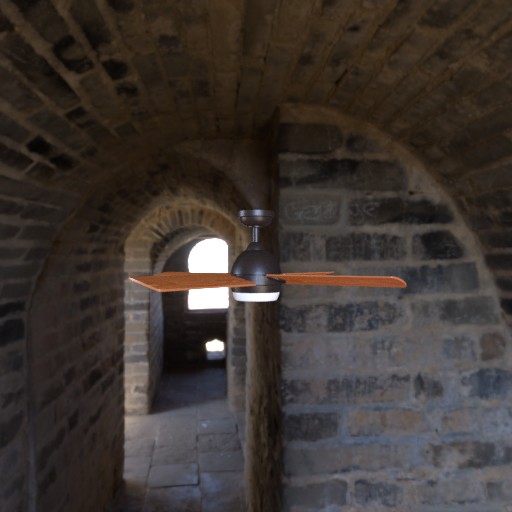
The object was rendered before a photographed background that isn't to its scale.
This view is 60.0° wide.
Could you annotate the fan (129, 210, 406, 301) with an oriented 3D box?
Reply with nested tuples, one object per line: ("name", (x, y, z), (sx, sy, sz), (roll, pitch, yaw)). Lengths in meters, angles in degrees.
("fan", (0.000, 0.000, 2.025), (1.332, 0.403, 1.332), (-1, -1, 35))
